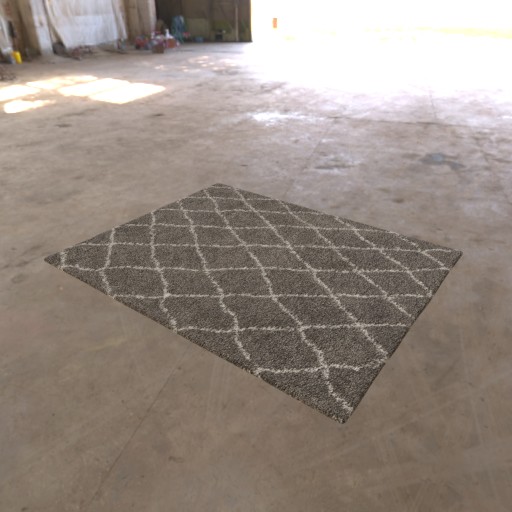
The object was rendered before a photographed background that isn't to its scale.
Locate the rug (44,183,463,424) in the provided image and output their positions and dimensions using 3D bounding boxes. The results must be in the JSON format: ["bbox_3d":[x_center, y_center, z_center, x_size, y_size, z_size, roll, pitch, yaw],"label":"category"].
[{"bbox_3d":[0.000,0.000,4.102,3.047,0.029,2.438,20,36,31],"label":"rug"}]
